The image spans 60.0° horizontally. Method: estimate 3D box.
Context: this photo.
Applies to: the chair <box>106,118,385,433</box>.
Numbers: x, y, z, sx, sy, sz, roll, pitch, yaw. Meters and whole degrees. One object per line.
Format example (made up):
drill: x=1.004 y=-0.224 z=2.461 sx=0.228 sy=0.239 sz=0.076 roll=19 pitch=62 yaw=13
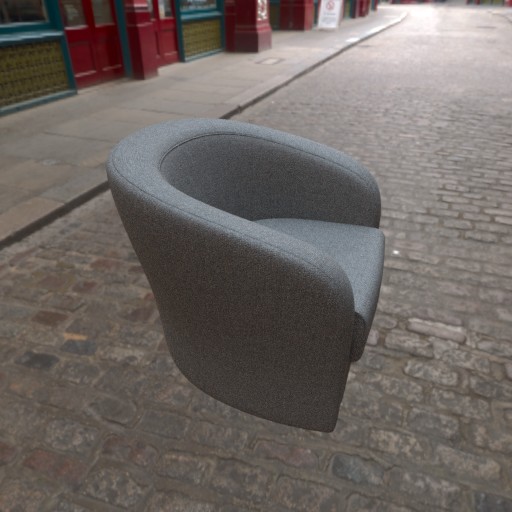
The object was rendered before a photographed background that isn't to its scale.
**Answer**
chair: x=0.000 y=0.000 z=1.467 sx=0.815 sy=0.771 sz=0.791 roll=10 pitch=32 yaw=17
